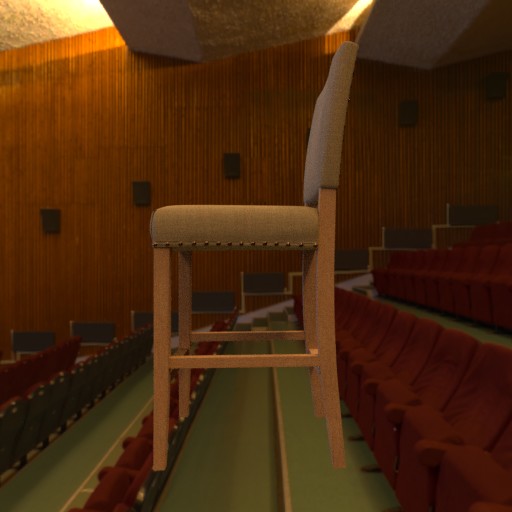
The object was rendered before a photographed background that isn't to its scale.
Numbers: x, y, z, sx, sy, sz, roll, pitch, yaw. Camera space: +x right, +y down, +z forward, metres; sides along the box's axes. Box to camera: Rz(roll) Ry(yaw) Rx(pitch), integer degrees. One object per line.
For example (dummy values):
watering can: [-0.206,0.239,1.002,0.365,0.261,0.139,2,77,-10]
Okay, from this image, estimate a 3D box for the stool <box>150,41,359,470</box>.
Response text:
stool: [0.000,0.000,1.424,0.585,1.173,0.445,0,0,0]
